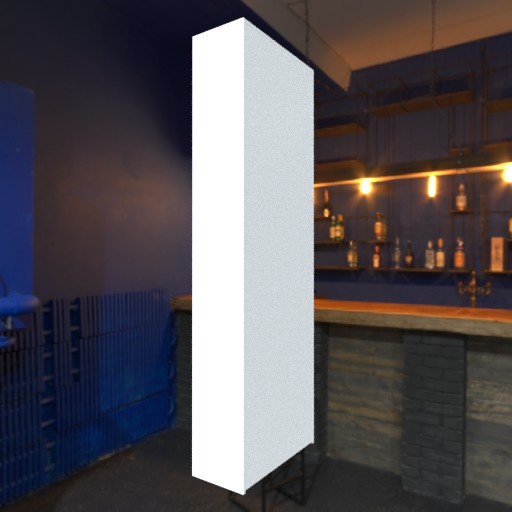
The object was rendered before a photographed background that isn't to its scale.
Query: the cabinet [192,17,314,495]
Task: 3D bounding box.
[{"bbox_3d":[0.000,0.000,1.799,0.255,1.630,0.520,0,0,35],"label":"cabinet"}]
